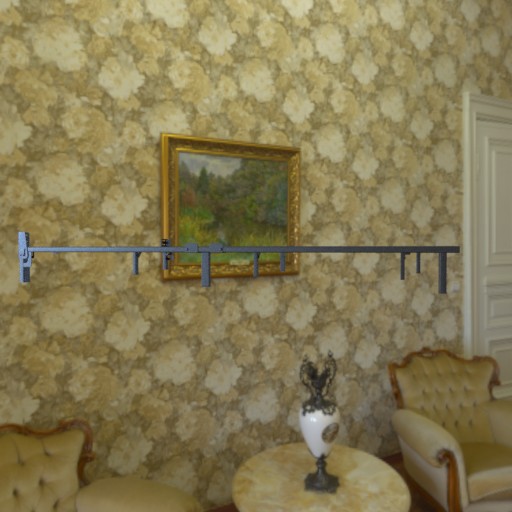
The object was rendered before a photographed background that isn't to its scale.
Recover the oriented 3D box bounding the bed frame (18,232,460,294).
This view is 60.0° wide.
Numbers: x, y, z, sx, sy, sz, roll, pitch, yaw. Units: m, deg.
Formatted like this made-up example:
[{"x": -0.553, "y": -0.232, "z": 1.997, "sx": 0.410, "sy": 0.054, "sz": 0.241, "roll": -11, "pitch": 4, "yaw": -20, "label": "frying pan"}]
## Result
[{"x": 0.000, "y": 0.000, "z": 2.604, "sx": 1.990, "sy": 0.248, "sz": 1.498, "roll": 0, "pitch": 1, "yaw": 17, "label": "bed frame"}]
